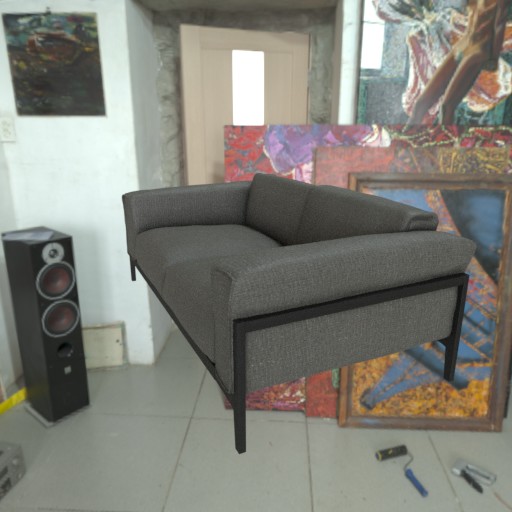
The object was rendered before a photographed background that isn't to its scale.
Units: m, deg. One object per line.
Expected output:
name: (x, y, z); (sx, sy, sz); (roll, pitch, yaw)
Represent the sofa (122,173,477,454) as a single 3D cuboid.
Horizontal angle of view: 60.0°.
sofa: (0.000, 0.000, 2.149); (0.960, 0.656, 1.690); (-8, 19, -25)
